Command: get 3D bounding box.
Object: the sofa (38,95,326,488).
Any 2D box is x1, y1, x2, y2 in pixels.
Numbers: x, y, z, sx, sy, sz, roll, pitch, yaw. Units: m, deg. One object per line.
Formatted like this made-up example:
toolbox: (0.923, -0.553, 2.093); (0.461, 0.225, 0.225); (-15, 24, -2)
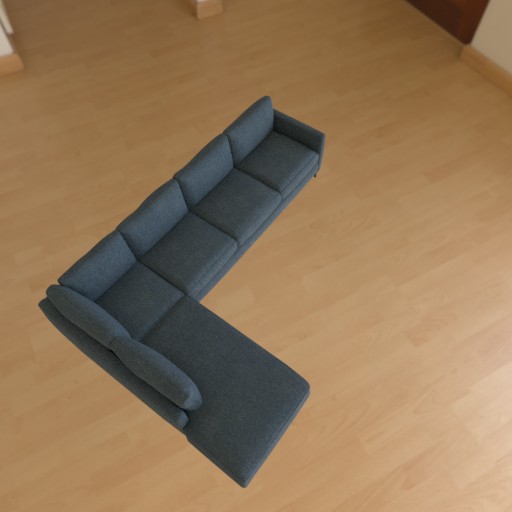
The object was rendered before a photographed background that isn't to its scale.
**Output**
sofa: (0.000, 0.000, 3.822); (2.007, 0.815, 2.949); (32, 63, 19)
